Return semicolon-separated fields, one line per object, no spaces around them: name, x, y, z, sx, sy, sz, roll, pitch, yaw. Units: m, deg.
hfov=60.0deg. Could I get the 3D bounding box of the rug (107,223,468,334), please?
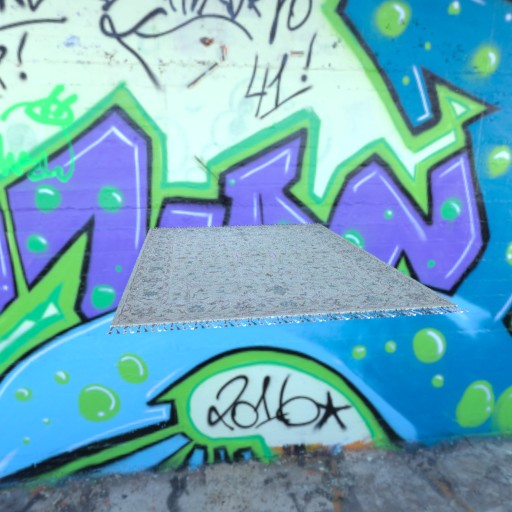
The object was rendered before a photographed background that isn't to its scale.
rug;0.000;0.000;2.324;1.247;0.008;1.802;-2;14;-9
